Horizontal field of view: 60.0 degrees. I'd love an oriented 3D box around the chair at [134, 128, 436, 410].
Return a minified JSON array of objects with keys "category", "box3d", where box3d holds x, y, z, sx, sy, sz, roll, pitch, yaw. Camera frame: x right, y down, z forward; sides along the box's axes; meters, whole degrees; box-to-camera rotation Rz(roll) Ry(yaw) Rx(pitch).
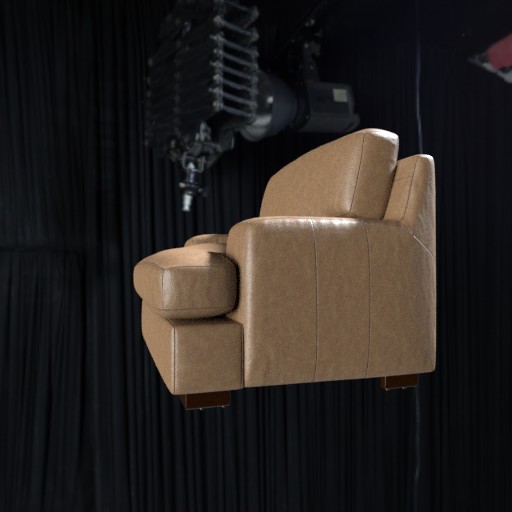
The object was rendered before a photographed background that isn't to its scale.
[{"category":"chair","box3d":[0.000,0.000,2.021,1.050,0.978,1.276,0,-1,-18]}]
